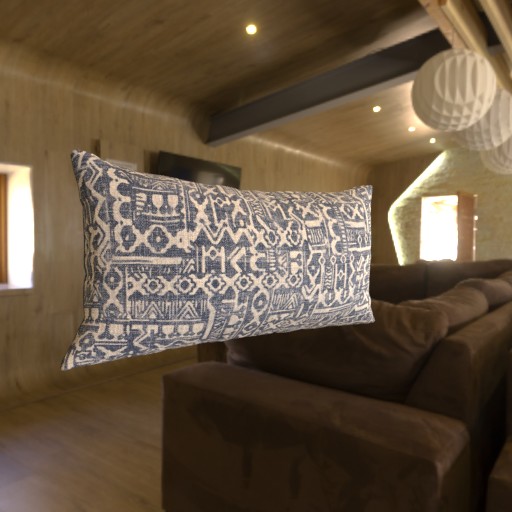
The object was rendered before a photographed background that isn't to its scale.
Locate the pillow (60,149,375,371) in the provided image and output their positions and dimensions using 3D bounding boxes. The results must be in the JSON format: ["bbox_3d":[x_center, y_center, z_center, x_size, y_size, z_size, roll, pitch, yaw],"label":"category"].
[{"bbox_3d":[0.000,0.000,0.758,0.631,0.292,0.148,-1,1,-37],"label":"pillow"}]
